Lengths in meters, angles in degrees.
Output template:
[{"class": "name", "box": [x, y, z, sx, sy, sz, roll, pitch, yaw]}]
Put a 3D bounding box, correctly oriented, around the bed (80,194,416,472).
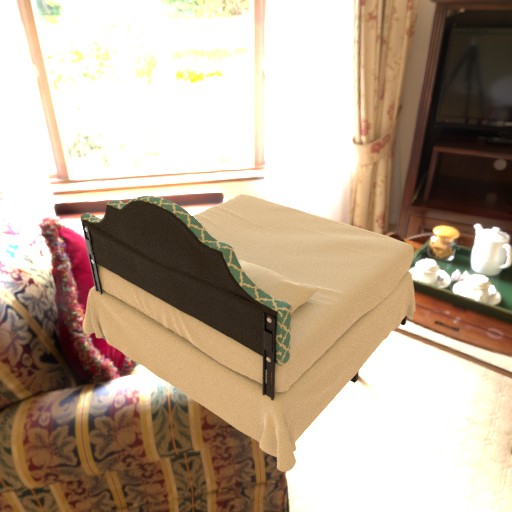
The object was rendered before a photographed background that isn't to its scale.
[{"class": "bed", "box": [0.000, 0.000, 3.757, 2.314, 1.601, 2.222, 22, 36, 34]}]
